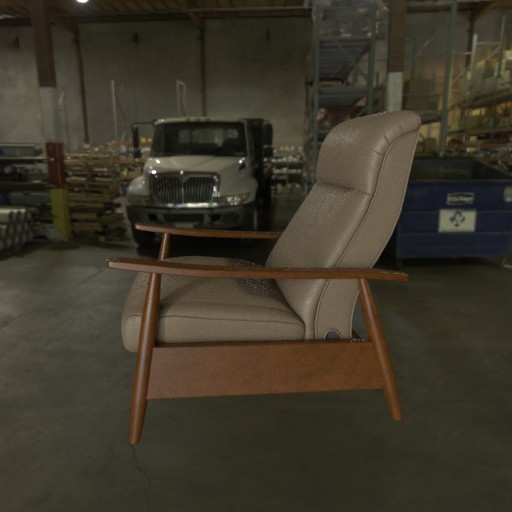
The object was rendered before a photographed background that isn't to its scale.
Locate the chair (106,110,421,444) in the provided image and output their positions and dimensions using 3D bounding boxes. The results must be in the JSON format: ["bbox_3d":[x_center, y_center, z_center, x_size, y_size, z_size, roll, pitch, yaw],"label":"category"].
[{"bbox_3d":[0.000,0.000,1.768,1.014,1.082,0.762,-2,13,-8],"label":"chair"}]
